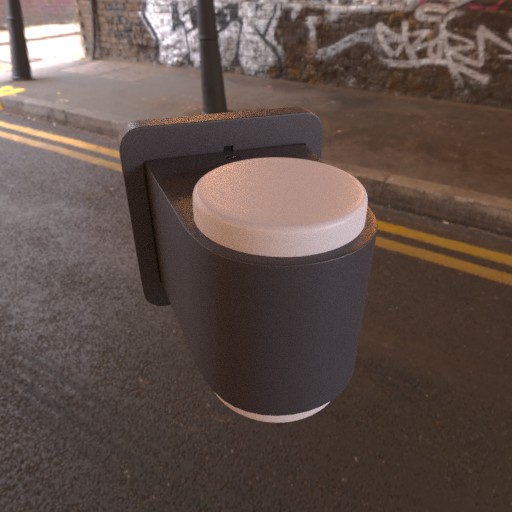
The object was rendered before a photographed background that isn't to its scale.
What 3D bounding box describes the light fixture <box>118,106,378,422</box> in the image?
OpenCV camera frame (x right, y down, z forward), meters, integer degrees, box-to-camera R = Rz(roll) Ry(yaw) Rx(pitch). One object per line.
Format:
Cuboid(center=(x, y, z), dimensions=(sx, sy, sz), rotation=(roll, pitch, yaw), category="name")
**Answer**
Cuboid(center=(0.000, 0.000, 0.216), dimensions=(0.109, 0.109, 0.132), rotation=(-10, 34, -16), category="light fixture")
